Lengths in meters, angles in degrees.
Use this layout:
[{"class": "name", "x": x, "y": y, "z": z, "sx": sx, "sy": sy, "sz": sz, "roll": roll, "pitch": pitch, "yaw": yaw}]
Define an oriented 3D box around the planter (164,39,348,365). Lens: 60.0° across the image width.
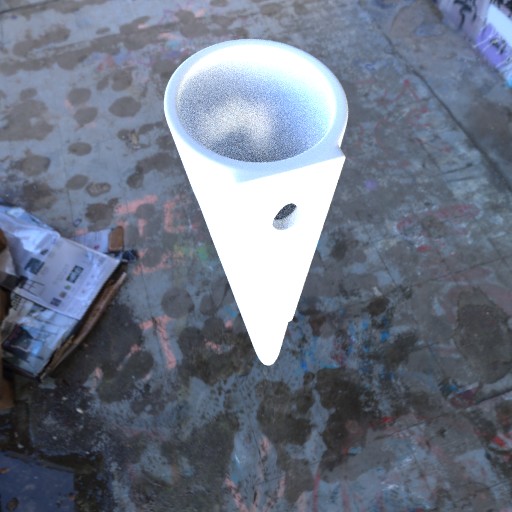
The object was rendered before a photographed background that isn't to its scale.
[{"class": "planter", "x": 0.000, "y": 0.000, "z": 0.223, "sx": 0.057, "sy": 0.193, "sz": 0.064, "roll": -16, "pitch": 61, "yaw": -9}]
